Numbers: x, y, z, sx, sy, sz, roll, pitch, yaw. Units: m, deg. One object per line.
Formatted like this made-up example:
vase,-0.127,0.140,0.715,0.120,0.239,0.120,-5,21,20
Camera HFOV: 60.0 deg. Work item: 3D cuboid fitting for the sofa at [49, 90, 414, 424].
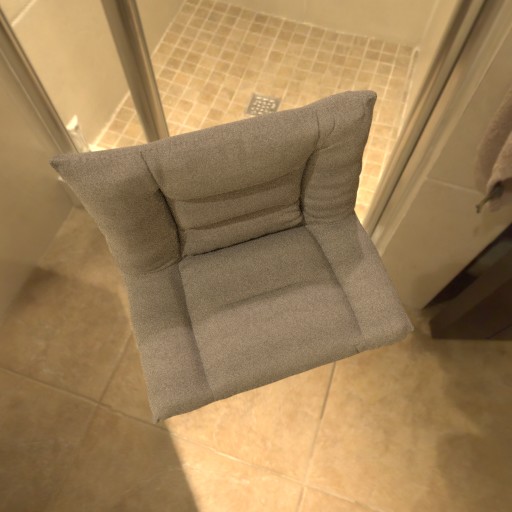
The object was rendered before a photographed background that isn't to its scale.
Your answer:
sofa,0.000,0.000,1.672,1.144,0.795,0.847,-16,64,-8
